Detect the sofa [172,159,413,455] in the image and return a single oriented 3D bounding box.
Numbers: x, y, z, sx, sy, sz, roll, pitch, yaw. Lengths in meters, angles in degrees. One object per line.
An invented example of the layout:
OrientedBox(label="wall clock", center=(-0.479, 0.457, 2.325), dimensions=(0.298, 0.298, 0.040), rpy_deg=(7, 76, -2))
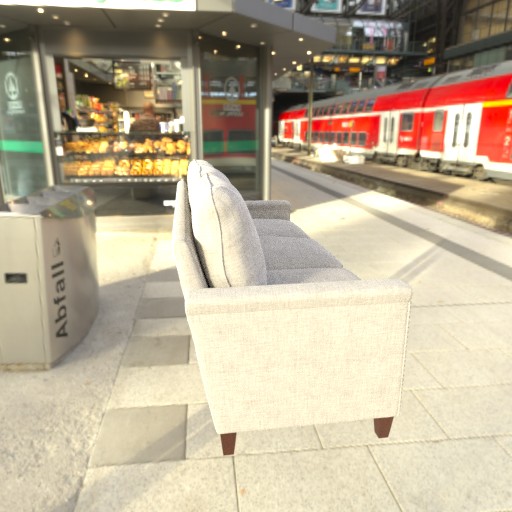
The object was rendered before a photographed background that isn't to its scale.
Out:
OrientedBox(label="sofa", center=(0.000, 0.000, 2.392), dimensions=(0.828, 0.959, 1.925), rpy_deg=(-2, 16, -9))
